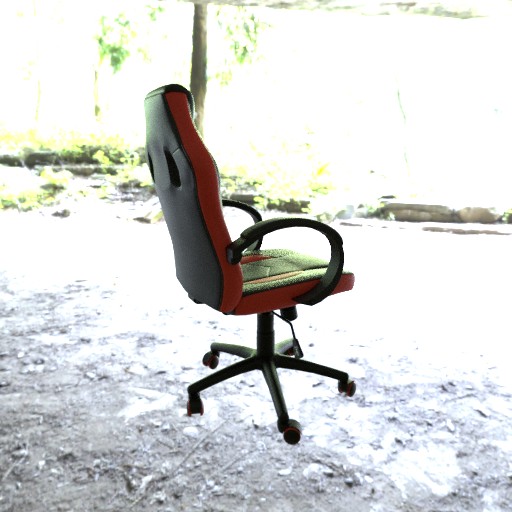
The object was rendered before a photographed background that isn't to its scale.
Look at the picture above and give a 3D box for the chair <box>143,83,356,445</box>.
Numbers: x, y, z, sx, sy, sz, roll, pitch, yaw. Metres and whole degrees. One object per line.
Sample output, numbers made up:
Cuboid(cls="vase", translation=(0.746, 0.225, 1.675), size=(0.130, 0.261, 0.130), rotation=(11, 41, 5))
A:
Cuboid(cls="chair", translation=(0.000, 0.000, 1.444), size=(0.642, 1.016, 0.600), rotation=(-7, 15, -27))
